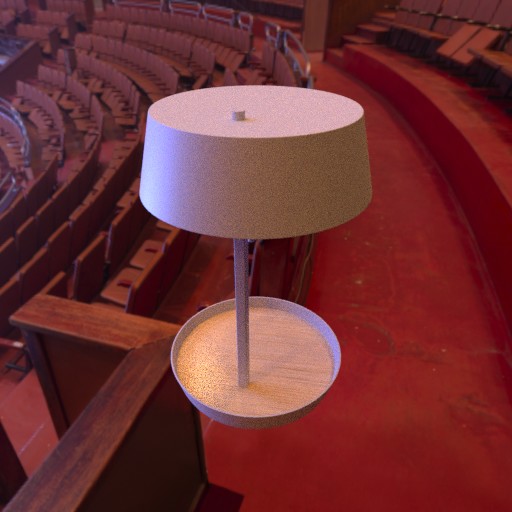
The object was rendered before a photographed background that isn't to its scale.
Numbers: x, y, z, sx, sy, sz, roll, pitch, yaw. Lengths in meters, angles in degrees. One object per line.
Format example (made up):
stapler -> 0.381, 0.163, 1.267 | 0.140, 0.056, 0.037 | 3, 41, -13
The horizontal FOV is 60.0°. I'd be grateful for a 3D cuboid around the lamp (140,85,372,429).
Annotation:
lamp -> 0.000, 0.000, 0.624 | 0.291, 0.429, 0.291 | 0, 32, 0
